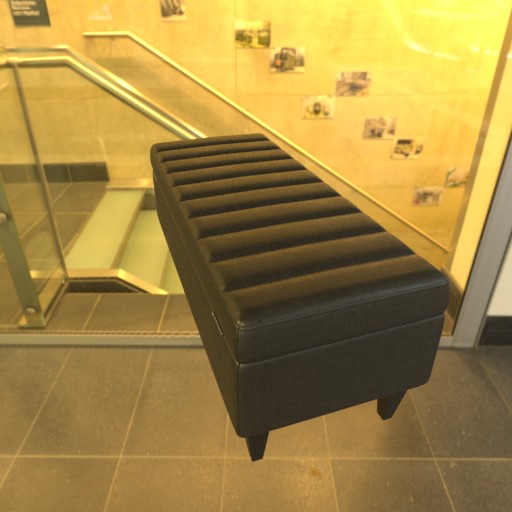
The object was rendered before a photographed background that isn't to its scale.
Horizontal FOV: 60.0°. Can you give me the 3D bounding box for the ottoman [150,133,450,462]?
[{"bbox_3d":[0.000,0.000,1.406,0.482,0.469,1.151,-10,32,-16],"label":"ottoman"}]
